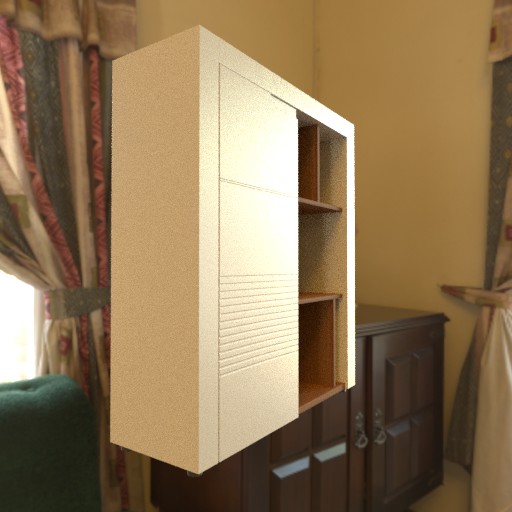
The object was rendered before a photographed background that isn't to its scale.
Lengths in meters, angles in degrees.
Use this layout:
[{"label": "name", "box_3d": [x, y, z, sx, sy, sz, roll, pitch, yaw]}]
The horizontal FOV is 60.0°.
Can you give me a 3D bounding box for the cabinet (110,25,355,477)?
[{"label": "cabinet", "box_3d": [0.000, 0.000, 1.612, 0.348, 1.150, 0.990, -1, -1, 35]}]
